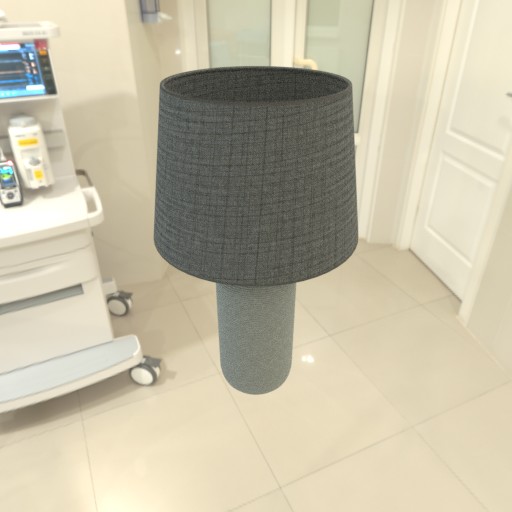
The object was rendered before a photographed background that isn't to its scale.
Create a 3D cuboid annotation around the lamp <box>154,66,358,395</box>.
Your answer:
[{"bbox_3d":[0.000,0.000,0.575,0.251,0.429,0.251,0,32,0],"label":"lamp"}]
